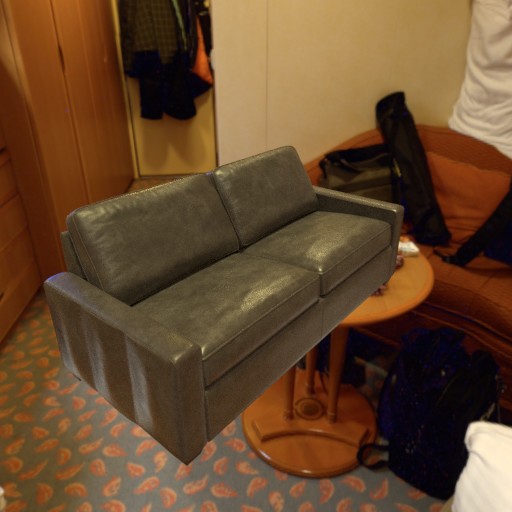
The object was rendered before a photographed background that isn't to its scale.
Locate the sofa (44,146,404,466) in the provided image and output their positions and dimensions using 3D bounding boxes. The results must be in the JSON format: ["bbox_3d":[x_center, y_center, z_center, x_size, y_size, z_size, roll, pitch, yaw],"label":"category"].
[{"bbox_3d":[0.000,0.000,2.582,0.939,0.916,2.081,20,33,34],"label":"sofa"}]
